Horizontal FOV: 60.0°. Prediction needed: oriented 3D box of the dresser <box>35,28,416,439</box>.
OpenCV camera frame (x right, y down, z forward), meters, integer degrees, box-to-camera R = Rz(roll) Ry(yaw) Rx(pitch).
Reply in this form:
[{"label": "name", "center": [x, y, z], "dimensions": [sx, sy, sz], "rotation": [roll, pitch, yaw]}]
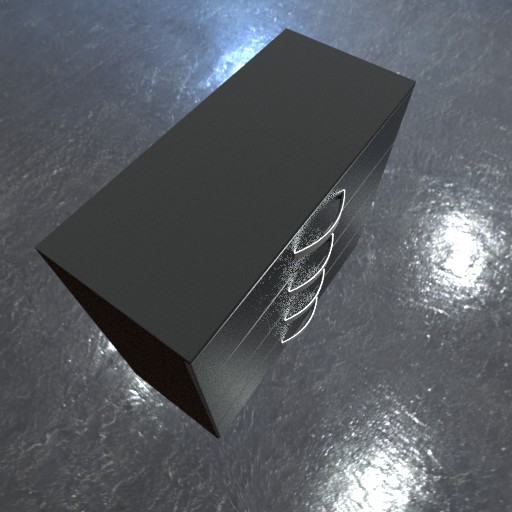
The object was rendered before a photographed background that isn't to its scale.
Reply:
[{"label": "dresser", "center": [0.000, 0.000, 1.139], "dimensions": [0.360, 0.720, 0.750], "rotation": [31, 64, 17]}]
